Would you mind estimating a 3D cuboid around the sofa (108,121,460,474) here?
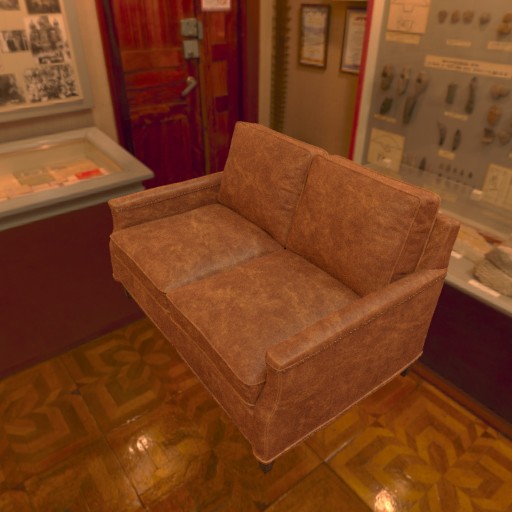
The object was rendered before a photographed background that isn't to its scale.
[{"bbox_3d":[0.000,0.000,2.308,1.084,1.003,1.597,-21,38,-30],"label":"sofa"}]
